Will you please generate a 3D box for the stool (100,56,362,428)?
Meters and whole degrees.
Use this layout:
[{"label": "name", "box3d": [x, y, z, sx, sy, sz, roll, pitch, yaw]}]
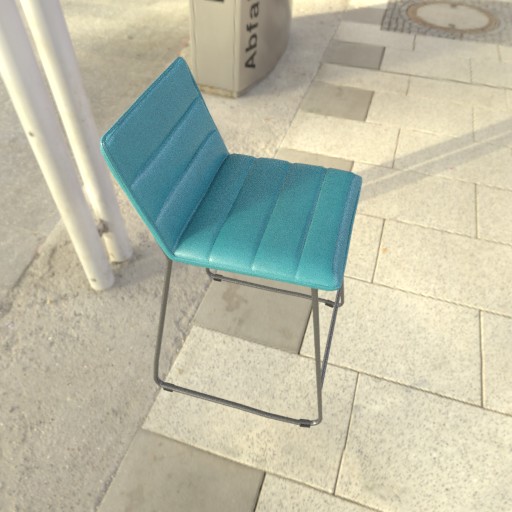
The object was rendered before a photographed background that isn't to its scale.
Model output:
[{"label": "stool", "box3d": [0.000, 0.000, 1.187, 0.524, 0.866, 0.489, 12, 48, 11]}]
